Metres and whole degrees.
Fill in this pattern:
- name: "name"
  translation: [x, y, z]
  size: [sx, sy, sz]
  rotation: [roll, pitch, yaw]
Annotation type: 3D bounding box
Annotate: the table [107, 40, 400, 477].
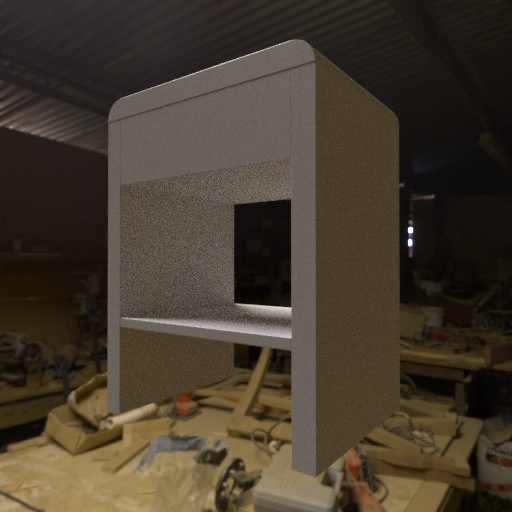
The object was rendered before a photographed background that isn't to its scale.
- name: "table"
  translation: [0.000, 0.000, 0.860]
  size: [0.450, 0.590, 0.350]
  rotation: [0, -1, 36]
